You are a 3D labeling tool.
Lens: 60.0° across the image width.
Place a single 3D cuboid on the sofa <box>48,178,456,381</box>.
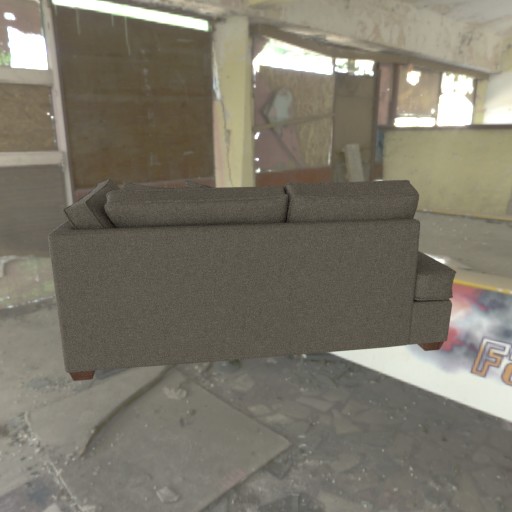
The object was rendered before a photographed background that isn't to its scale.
[{"bbox_3d":[0.000,0.000,2.913,2.237,1.033,1.110,-3,16,-9],"label":"sofa"}]
